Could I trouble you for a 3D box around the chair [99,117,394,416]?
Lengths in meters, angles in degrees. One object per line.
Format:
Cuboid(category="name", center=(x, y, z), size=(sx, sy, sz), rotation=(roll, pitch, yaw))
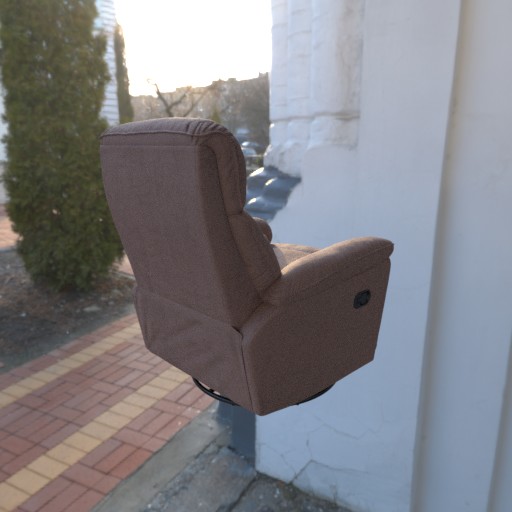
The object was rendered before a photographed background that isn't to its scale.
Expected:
Cuboid(category="chair", center=(0.000, 0.000, 1.797), size=(1.004, 1.037, 0.820), rotation=(-14, 20, -43))
